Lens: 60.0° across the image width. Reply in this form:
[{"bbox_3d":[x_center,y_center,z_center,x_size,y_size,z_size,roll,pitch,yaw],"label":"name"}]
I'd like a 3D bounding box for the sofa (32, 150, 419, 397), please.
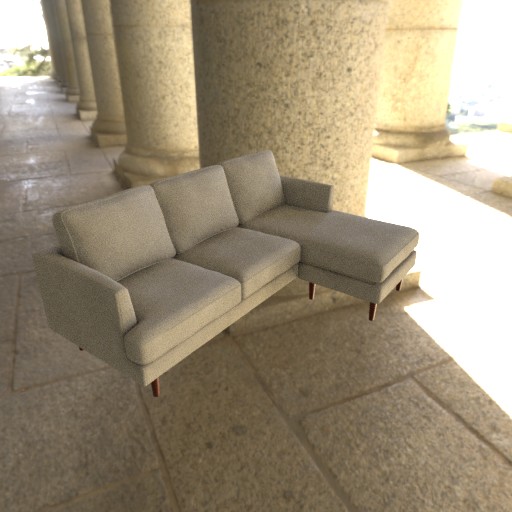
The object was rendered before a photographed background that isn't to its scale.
[{"bbox_3d":[0.000,0.000,2.966,1.504,0.956,2.233,18,30,32],"label":"sofa"}]
